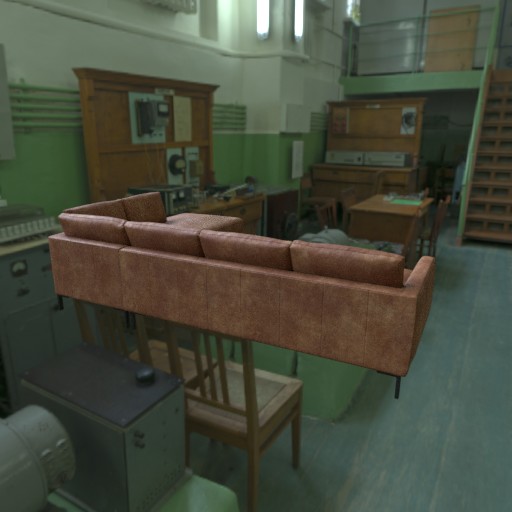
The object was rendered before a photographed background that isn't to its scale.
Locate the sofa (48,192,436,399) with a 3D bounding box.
[{"bbox_3d":[0.000,0.000,3.914,2.984,0.877,1.938,8,18,26],"label":"sofa"}]
